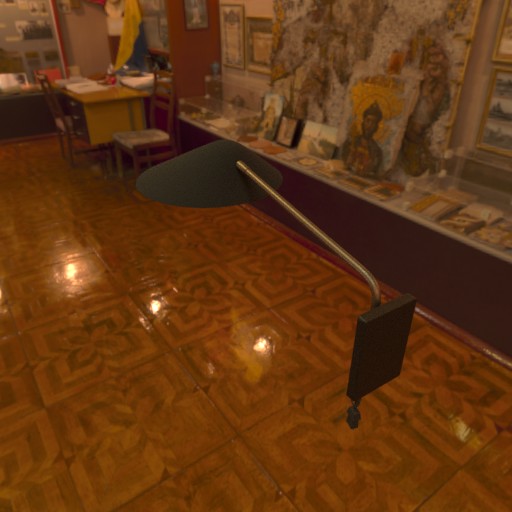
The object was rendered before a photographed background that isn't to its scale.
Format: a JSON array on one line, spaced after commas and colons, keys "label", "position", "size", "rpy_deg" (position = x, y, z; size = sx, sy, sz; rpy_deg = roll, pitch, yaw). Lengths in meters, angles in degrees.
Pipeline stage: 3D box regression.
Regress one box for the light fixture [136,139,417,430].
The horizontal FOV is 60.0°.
[{"label": "light fixture", "position": [0.000, 0.000, 0.674], "size": [0.240, 0.312, 0.516], "rpy_deg": [-18, 35, -28]}]
